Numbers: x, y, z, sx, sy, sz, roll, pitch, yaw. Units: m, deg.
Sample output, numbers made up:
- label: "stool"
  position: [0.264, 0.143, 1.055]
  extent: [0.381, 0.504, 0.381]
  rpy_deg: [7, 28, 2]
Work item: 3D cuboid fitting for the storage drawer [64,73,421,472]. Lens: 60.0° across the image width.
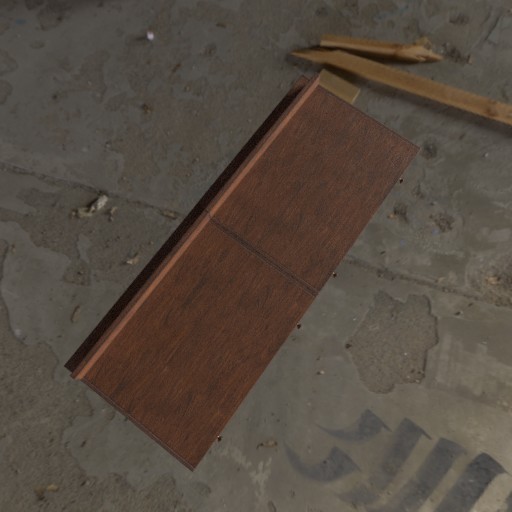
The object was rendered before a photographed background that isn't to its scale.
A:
- label: "storage drawer"
  position: [0.000, 0.000, 2.247]
  extent: [0.774, 0.339, 1.914]
  rpy_deg: [35, 78, 9]
